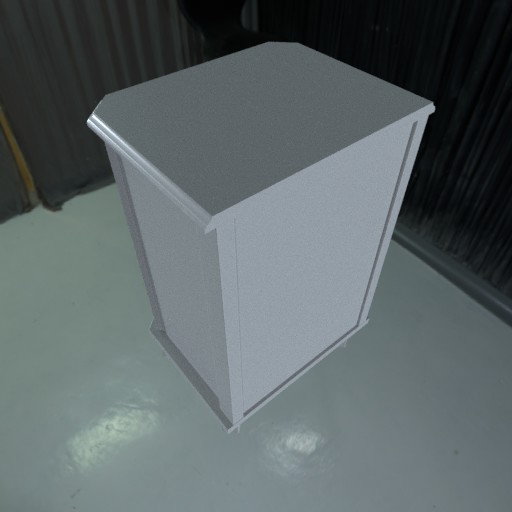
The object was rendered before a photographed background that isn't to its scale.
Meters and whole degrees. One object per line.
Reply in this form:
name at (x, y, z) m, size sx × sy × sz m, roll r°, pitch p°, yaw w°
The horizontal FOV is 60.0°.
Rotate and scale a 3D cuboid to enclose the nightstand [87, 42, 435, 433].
nightstand at (0.000, 0.000, 0.920) m, size 0.435 × 0.680 × 0.348 m, roll -31°, pitch 54°, yaw -26°
